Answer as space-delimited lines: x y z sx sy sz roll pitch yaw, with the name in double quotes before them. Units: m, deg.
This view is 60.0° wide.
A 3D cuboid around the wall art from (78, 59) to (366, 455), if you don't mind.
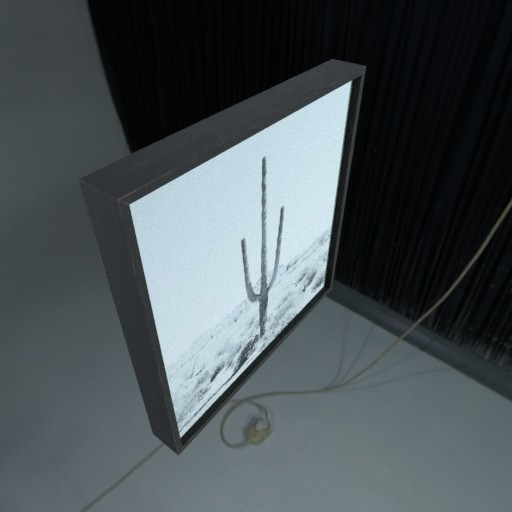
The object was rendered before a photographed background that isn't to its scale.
"wall art" 0.000 0.000 0.451 0.038 0.305 0.305 26 47 28
